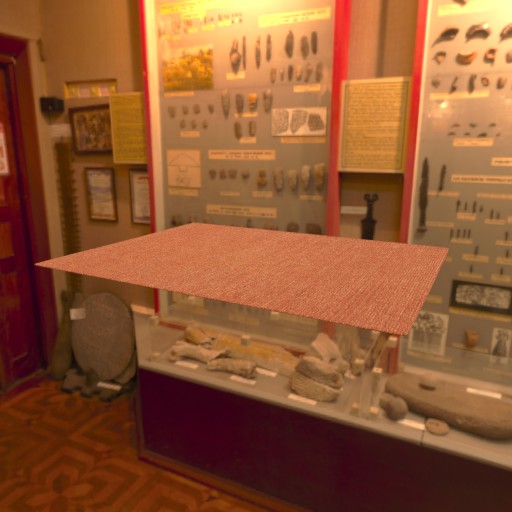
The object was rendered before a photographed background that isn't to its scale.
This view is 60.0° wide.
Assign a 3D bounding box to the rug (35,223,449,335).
[{"bbox_3d":[0.000,0.000,2.790,2.112,0.009,1.594,8,16,27],"label":"rug"}]
